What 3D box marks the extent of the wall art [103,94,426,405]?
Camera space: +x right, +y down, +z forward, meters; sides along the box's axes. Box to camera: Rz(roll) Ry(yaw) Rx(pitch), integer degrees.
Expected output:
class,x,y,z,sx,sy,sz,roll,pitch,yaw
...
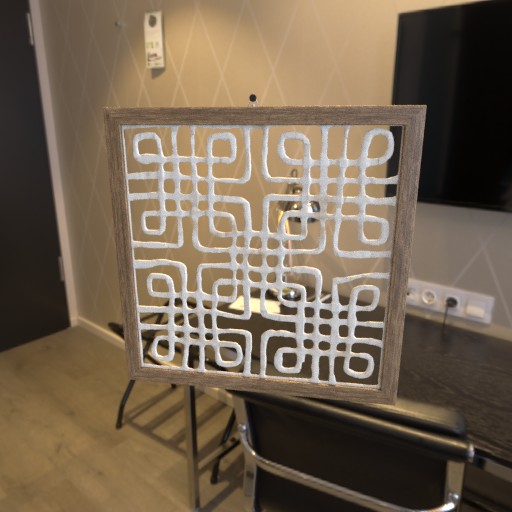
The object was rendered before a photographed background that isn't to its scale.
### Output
class,x,y,z,sx,sy,sz,roll,pitch,yaw
wall art,0.000,0.000,0.845,0.561,0.582,0.021,3,17,9
